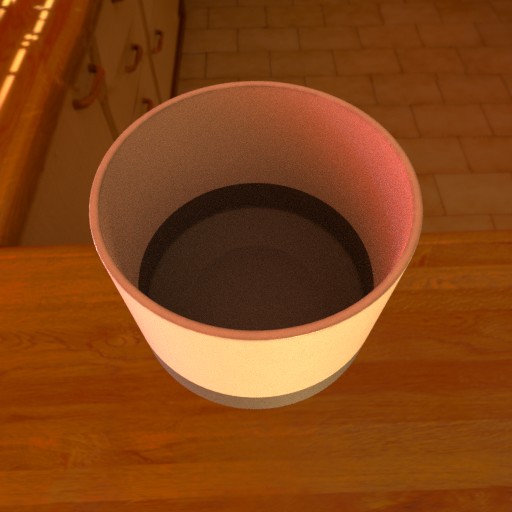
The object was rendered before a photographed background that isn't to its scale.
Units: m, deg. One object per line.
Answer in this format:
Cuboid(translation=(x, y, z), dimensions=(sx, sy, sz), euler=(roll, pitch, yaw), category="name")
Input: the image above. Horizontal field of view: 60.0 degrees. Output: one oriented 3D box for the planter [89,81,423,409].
Cuboid(translation=(0.000, 0.000, 0.218), dimensions=(0.128, 0.105, 0.128), euler=(0, 58, 0), category="planter")
